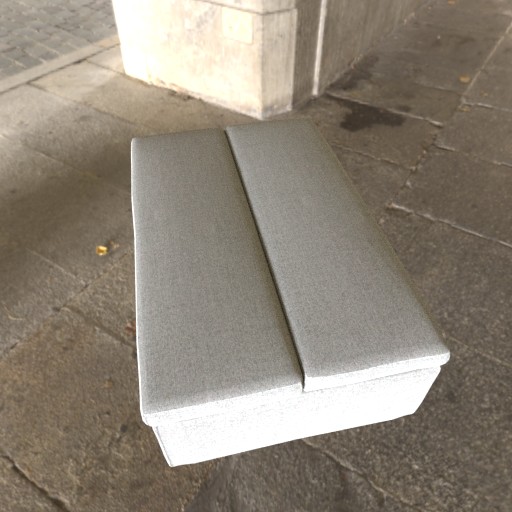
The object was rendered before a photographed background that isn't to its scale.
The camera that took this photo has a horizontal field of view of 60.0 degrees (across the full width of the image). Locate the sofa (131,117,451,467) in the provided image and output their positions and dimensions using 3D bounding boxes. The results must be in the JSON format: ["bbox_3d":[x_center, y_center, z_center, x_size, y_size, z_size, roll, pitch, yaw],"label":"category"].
[{"bbox_3d":[0.000,0.000,1.621,0.817,0.434,1.250,-9,46,-9],"label":"sofa"}]
